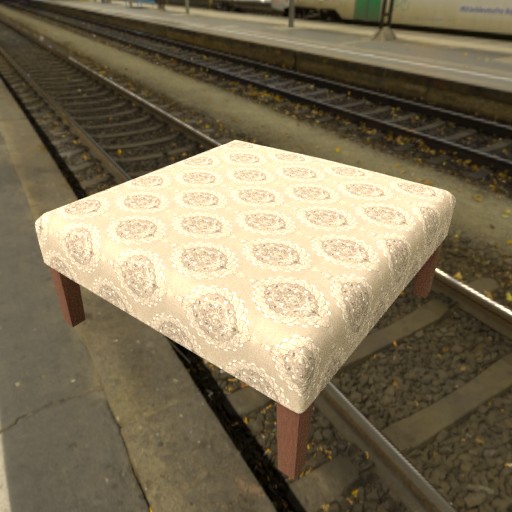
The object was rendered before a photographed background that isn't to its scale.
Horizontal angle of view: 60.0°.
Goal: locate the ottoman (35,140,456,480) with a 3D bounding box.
[{"bbox_3d":[0.000,0.000,1.378,0.890,0.411,0.889,22,38,31],"label":"ottoman"}]
